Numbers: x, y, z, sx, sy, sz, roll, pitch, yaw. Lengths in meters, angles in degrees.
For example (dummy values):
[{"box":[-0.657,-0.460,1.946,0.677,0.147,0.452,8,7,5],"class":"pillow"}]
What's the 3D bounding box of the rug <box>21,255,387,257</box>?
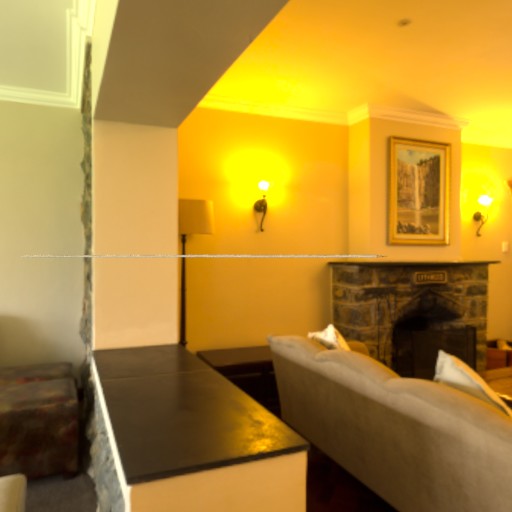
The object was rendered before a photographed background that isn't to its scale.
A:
[{"box":[0.000,0.000,4.375,2.449,0.019,3.357,0,0,17],"class":"rug"}]
